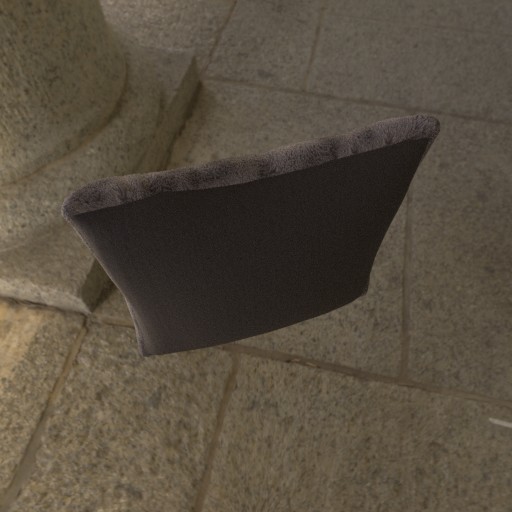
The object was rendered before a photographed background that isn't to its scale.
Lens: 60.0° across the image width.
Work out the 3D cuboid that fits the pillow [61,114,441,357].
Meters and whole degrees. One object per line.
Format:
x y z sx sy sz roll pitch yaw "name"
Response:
0.000 0.000 0.786 0.522 0.520 0.204 -14 59 -9 "pillow"
